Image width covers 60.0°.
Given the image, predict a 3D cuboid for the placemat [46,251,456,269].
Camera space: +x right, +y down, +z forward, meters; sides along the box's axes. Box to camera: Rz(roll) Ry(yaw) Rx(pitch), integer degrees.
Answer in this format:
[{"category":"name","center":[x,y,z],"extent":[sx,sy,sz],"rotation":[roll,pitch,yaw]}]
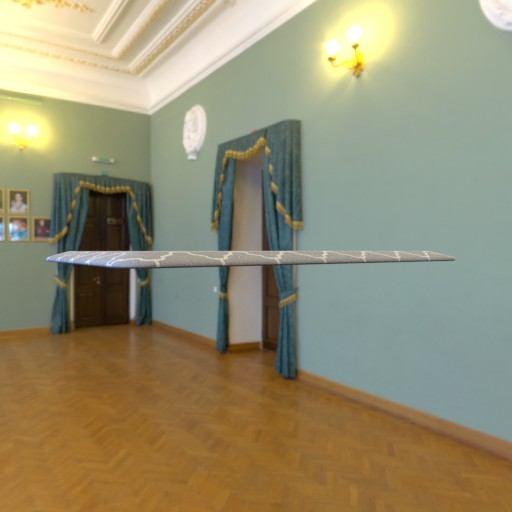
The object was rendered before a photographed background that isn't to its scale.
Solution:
[{"category":"placemat","center":[0.000,0.000,0.964],"extent":[0.762,0.021,0.508],"rotation":[-1,1,-36]}]
